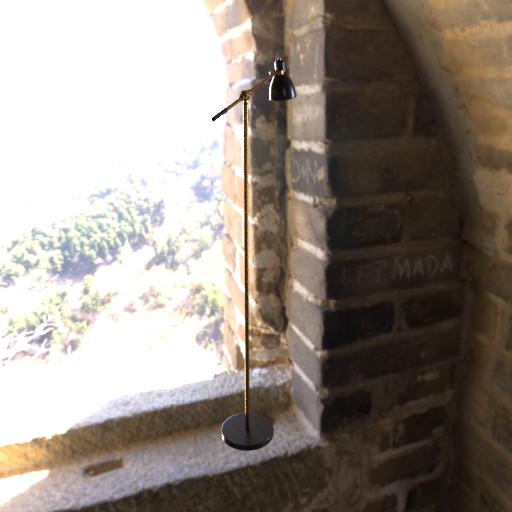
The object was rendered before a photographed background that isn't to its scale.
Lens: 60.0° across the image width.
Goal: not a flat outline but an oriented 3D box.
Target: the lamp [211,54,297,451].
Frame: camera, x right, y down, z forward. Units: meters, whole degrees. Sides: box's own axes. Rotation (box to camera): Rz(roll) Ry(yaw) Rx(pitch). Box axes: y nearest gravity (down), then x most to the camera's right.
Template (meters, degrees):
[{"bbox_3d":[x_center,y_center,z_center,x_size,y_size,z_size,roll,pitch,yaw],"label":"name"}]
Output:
[{"bbox_3d":[0.000,0.000,1.872,0.235,1.628,0.618,8,17,27],"label":"lamp"}]
